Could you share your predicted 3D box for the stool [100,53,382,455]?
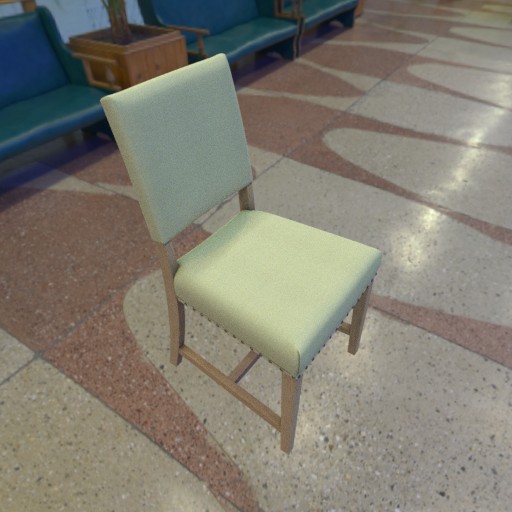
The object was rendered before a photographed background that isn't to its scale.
[{"bbox_3d":[0.000,0.000,1.352,0.623,0.986,0.508,24,46,26],"label":"stool"}]
